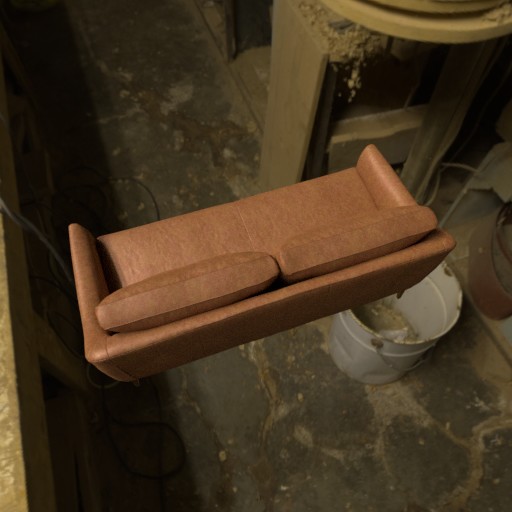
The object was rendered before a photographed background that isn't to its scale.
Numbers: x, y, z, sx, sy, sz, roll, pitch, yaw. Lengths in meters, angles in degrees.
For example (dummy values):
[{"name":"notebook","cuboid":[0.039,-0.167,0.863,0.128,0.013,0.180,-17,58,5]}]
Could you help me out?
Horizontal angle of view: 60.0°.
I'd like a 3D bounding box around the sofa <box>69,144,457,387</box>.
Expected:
[{"name":"sofa","cuboid":[0.000,0.000,2.660,2.036,0.945,0.981,-17,60,-10]}]
